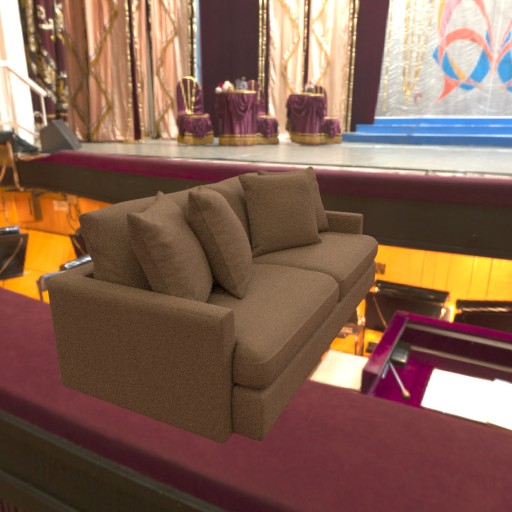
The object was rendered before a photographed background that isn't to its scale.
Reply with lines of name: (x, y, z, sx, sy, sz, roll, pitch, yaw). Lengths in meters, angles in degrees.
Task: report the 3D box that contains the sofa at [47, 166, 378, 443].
sofa: (0.000, 0.000, 3.022, 1.228, 1.084, 2.380, 8, 19, 26)
